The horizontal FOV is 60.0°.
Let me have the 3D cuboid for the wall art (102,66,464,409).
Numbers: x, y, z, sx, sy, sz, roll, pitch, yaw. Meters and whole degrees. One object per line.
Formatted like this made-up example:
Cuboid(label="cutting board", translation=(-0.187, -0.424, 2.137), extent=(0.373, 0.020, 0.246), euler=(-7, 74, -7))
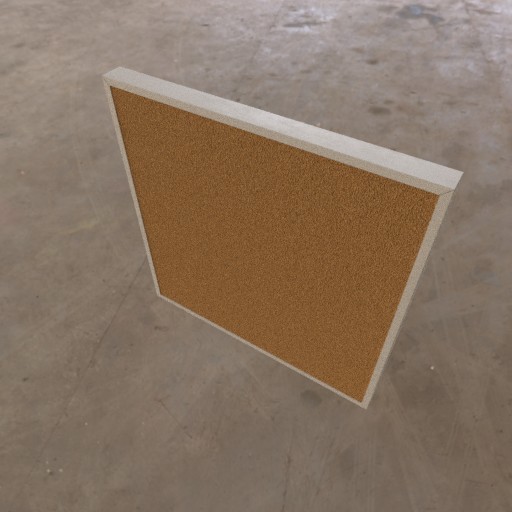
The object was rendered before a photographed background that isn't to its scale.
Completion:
Cuboid(label="wall art", translation=(0.000, 0.000, 0.744), extent=(0.508, 0.508, 0.037), euler=(24, 51, 22))
